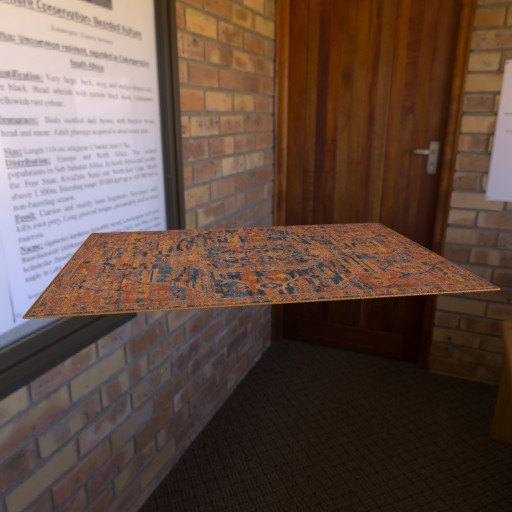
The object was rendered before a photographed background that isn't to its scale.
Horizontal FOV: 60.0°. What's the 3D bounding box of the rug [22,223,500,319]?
[{"bbox_3d":[0.000,0.000,2.147,1.758,0.013,1.148,-3,17,-8],"label":"rug"}]
